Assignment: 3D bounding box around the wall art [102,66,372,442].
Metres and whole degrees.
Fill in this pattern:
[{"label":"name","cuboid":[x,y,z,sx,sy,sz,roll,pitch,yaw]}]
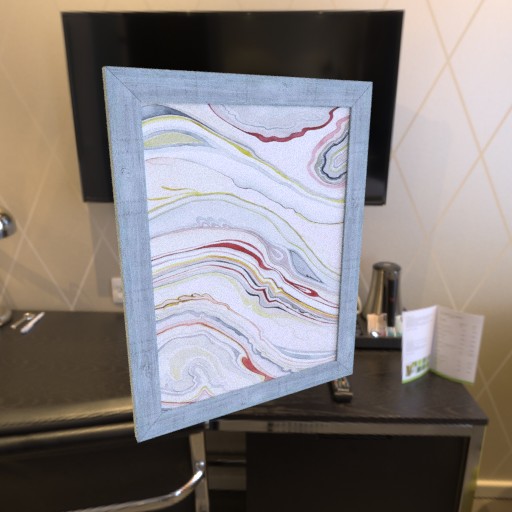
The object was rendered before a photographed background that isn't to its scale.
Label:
[{"label":"wall art","cuboid":[0.000,0.000,0.811,0.481,0.613,0.020,-8,18,-27]}]
